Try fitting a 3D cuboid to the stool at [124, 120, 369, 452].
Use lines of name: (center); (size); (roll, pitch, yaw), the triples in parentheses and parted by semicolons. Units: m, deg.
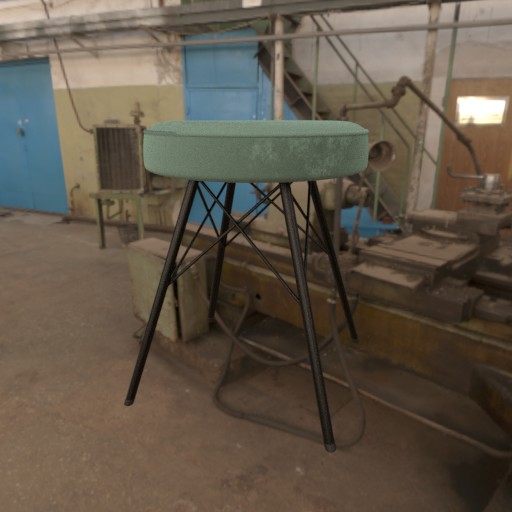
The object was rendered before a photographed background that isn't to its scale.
stool: (0.000, 0.000, 0.889); (0.458, 0.519, 0.457); (9, 19, 25)
